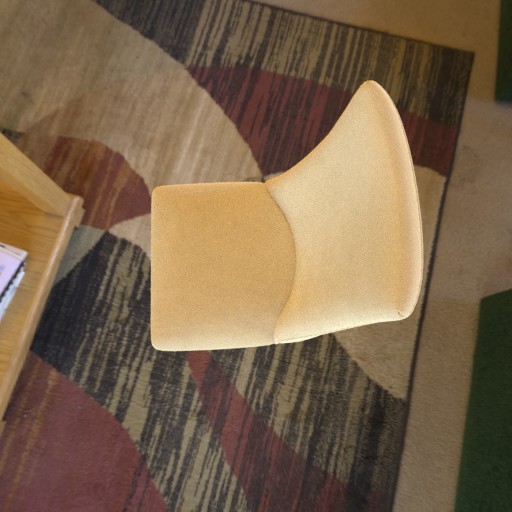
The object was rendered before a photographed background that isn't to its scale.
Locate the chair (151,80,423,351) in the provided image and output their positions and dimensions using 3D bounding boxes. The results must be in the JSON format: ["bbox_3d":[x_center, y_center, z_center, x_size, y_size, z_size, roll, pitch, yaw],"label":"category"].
[{"bbox_3d":[0.000,0.000,1.244,0.610,0.902,0.495,-3,76,-1],"label":"chair"}]
